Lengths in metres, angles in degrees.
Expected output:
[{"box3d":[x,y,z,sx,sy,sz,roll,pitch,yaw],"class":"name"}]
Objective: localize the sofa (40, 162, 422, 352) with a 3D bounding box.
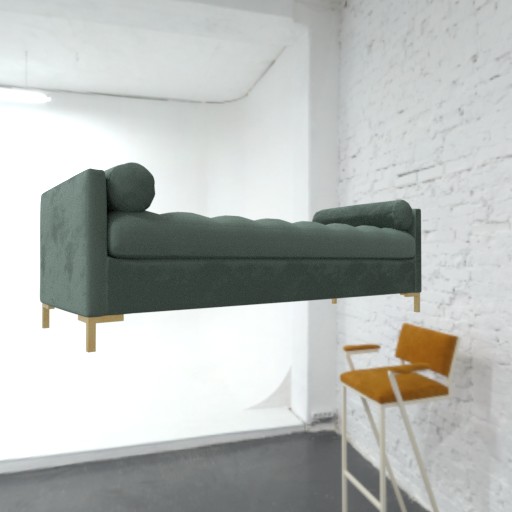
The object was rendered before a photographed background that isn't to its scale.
[{"box3d":[0.000,0.000,2.487,2.102,0.705,0.796,0,-1,-37],"class":"sofa"}]
